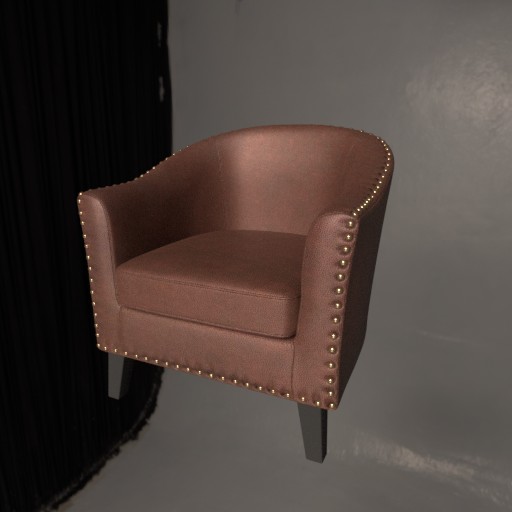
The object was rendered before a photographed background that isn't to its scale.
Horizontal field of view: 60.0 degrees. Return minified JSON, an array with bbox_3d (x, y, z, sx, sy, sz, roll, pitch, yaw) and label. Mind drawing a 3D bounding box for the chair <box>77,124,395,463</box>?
[{"bbox_3d":[0.000,0.000,1.418,0.794,0.823,0.748,7,17,24],"label":"chair"}]
